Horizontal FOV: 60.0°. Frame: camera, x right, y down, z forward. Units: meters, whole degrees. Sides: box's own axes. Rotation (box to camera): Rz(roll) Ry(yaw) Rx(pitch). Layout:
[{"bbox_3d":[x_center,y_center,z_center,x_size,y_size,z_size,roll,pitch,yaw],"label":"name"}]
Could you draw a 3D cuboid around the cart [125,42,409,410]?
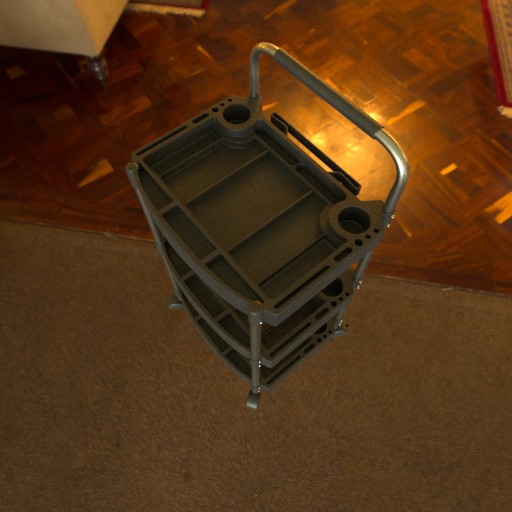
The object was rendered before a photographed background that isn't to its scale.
[{"bbox_3d":[0.000,0.000,1.366,0.518,1.075,0.584,-36,67,-18],"label":"cart"}]
